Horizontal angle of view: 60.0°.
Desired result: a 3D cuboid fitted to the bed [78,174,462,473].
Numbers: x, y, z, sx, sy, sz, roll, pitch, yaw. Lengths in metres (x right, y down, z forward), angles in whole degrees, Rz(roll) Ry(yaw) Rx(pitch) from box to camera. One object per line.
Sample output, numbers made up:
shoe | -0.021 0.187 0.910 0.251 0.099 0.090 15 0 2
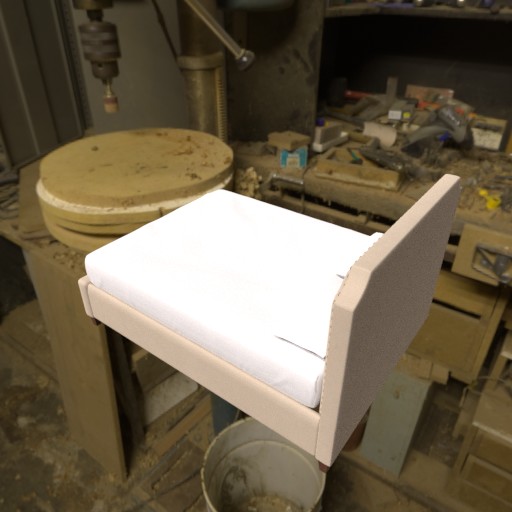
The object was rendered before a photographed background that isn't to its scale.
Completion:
bed | 0.000 0.000 3.411 2.329 1.415 1.703 22 38 30
